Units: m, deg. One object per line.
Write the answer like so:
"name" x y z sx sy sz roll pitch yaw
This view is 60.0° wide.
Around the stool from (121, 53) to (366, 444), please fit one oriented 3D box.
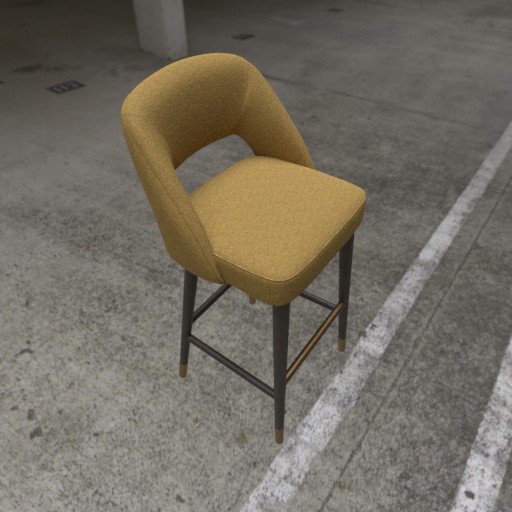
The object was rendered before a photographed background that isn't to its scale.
"stool" 0.000 0.000 1.331 0.522 1.032 0.536 25 48 25
